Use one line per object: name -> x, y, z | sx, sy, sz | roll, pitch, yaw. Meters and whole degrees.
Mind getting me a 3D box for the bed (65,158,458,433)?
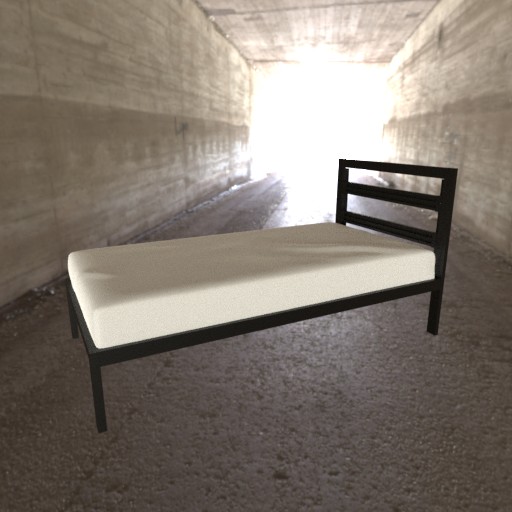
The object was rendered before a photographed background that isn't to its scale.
bed -> 0.000, 0.000, 2.486 | 1.930, 0.967, 0.991 | -8, 18, -26
